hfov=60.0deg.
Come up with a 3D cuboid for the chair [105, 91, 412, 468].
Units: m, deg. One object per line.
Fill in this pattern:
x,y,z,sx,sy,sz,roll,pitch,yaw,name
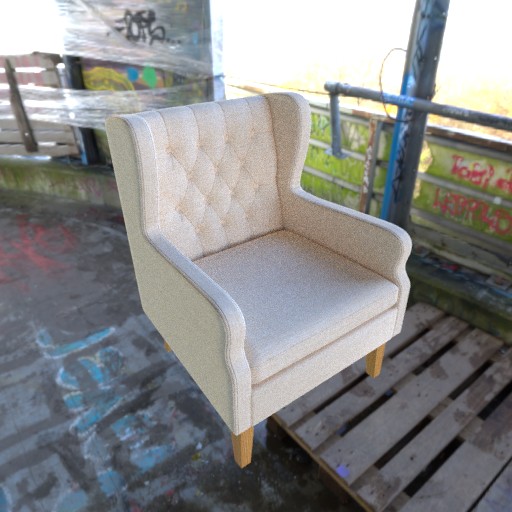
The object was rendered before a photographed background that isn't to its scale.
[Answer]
0.000,0.000,1.496,0.710,0.930,0.760,-21,37,-31,chair
